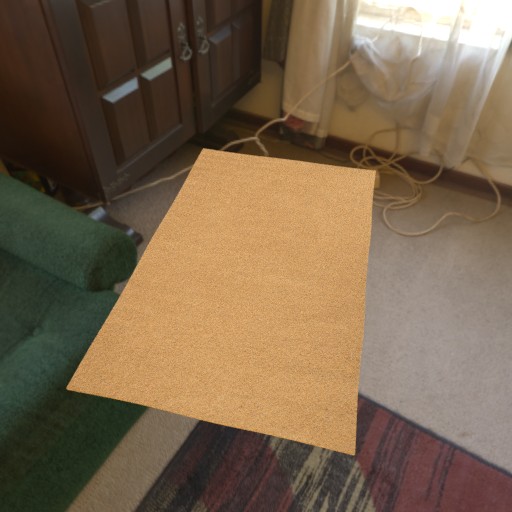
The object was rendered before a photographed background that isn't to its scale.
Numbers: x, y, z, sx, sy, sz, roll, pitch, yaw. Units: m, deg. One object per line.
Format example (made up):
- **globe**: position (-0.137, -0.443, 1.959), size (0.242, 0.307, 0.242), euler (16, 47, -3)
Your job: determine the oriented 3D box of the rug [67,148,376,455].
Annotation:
- **rug**: position (0.000, 0.000, 3.008), size (1.500, 0.025, 2.346), euler (9, 47, 9)
